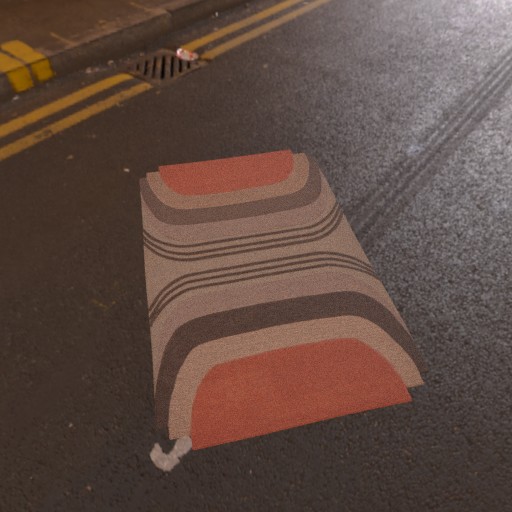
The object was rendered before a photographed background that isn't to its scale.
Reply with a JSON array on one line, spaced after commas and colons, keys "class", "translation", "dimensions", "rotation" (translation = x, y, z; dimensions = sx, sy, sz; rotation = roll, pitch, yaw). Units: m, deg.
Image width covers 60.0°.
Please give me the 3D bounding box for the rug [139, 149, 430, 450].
[{"class": "rug", "translation": [0.000, 0.000, 3.106], "dimensions": [1.530, 0.017, 2.446], "rotation": [-9, 47, -9]}]
